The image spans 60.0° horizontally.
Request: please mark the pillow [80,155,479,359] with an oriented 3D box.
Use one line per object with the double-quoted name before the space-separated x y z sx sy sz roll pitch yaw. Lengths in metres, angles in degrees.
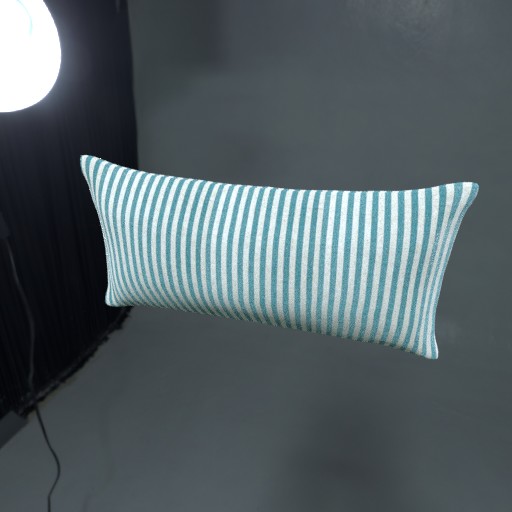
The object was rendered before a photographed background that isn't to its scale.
"pillow" 0.000 0.000 0.728 0.617 0.295 0.151 7 26 15
